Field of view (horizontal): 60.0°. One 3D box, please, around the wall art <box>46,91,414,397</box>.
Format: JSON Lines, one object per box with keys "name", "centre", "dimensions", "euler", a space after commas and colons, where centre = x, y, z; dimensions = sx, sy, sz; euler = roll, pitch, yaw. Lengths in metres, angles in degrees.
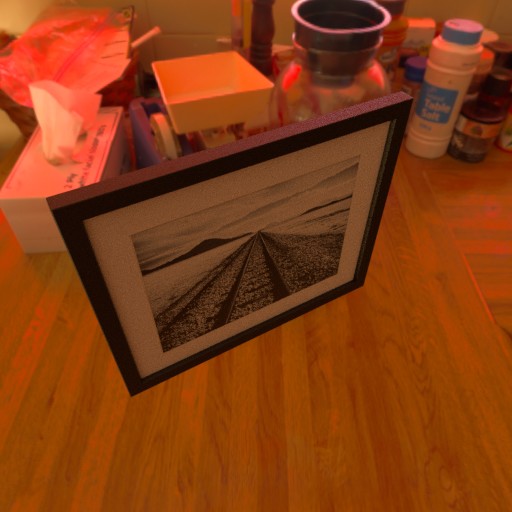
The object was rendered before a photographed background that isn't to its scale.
{"name": "wall art", "centre": [0.000, 0.000, 0.777], "dimensions": [0.559, 0.458, 0.029], "euler": [-22, 50, -20]}
